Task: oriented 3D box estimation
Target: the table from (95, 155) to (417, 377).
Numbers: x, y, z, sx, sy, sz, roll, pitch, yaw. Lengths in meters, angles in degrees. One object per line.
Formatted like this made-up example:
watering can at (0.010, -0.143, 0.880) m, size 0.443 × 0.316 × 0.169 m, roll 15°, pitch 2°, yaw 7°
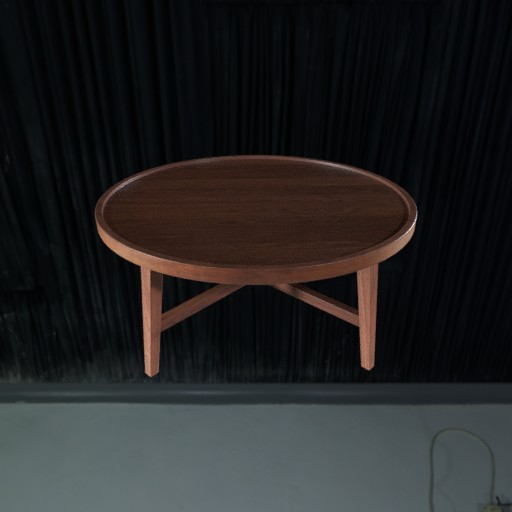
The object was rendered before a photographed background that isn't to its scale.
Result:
table at (0.000, 0.000, 1.239) m, size 0.800 × 0.360 × 0.800 m, roll 0°, pitch 27°, yaw 0°
